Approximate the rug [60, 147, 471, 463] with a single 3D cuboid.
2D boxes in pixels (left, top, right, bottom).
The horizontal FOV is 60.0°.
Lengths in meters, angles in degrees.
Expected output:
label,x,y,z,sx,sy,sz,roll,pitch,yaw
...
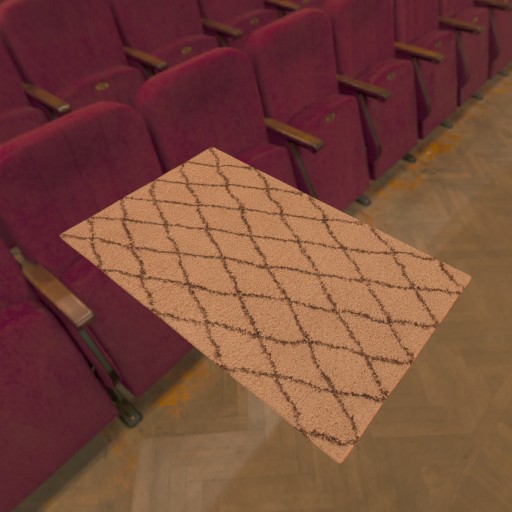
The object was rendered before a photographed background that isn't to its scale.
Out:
label,x,y,z,sx,sy,sz,roll,pitch,yaw
rug,0.000,0.000,3.477,2.743,0.030,1.778,32,54,27
